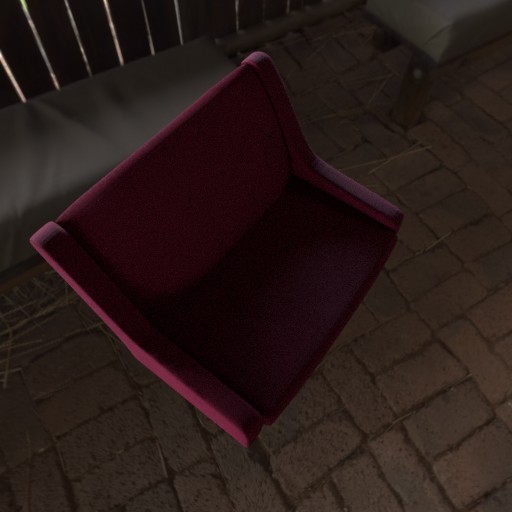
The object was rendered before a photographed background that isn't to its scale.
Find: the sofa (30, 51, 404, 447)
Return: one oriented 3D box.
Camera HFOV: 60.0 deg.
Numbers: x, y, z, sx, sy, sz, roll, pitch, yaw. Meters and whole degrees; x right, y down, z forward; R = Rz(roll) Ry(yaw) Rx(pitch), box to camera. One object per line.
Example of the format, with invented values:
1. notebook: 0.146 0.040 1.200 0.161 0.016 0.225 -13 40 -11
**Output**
1. sofa: 0.000 0.000 1.944 0.946 0.976 1.242 33 64 18
